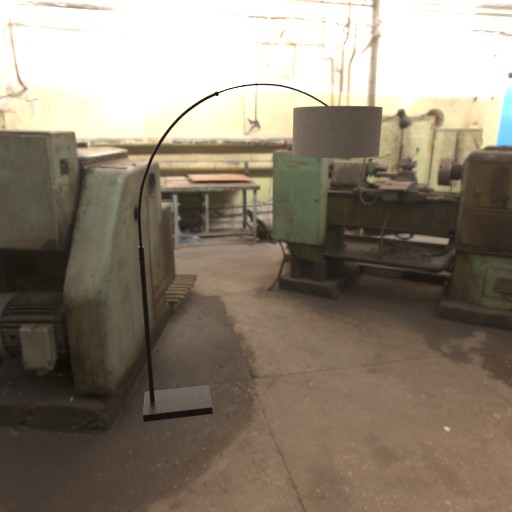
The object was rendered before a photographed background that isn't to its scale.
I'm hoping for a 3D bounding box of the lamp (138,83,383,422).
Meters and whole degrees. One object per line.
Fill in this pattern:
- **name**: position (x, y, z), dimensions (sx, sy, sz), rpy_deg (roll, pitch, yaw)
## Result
- **lamp**: position (0.000, 0.000, 2.641), dimensions (1.424, 1.927, 0.493), rpy_deg (-3, 16, -10)
